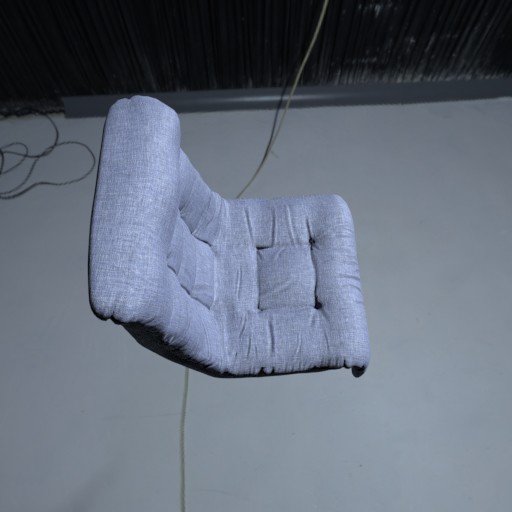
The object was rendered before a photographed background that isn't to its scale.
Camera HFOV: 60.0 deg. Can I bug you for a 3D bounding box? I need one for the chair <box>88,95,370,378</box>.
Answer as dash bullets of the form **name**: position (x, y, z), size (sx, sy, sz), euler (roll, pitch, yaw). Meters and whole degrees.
- **chair**: position (0.000, 0.000, 1.232), size (0.668, 0.749, 0.597), euler (-2, 64, -1)
